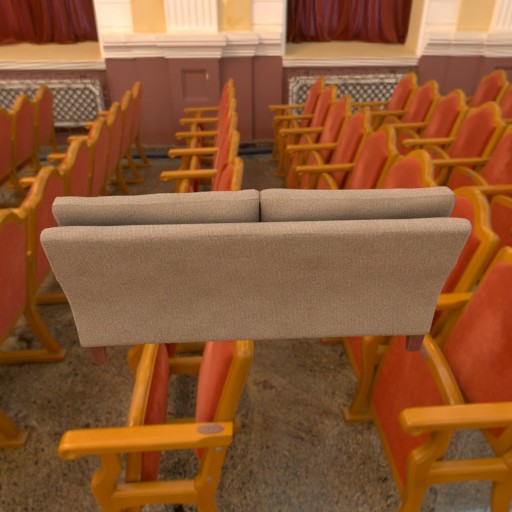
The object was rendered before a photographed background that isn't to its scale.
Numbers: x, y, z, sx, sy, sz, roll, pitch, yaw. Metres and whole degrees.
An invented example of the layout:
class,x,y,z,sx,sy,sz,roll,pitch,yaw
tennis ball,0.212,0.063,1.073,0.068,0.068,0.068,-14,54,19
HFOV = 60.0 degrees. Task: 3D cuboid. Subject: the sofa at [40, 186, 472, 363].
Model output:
class,x,y,z,sx,sy,sz,roll,pitch,yaw
sofa,0.000,0.000,2.824,2.193,1.096,1.069,-2,29,-3
